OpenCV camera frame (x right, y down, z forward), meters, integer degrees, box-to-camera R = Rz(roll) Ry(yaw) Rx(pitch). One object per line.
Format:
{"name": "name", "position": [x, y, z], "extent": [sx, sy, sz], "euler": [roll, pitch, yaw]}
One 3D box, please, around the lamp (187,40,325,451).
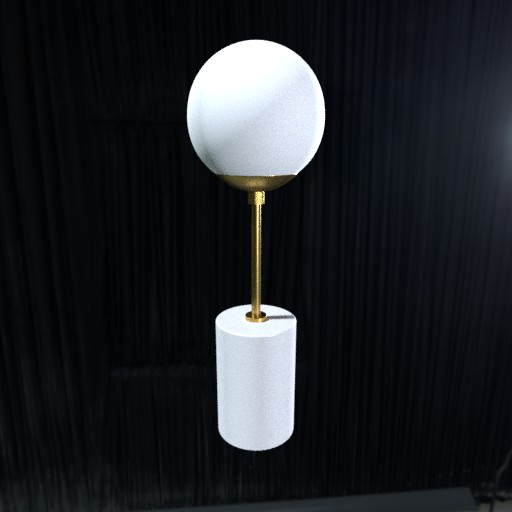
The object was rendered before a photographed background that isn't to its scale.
{"name": "lamp", "position": [0.000, 0.000, 0.542], "extent": [0.153, 0.480, 0.153], "euler": [0, 15, 0]}
